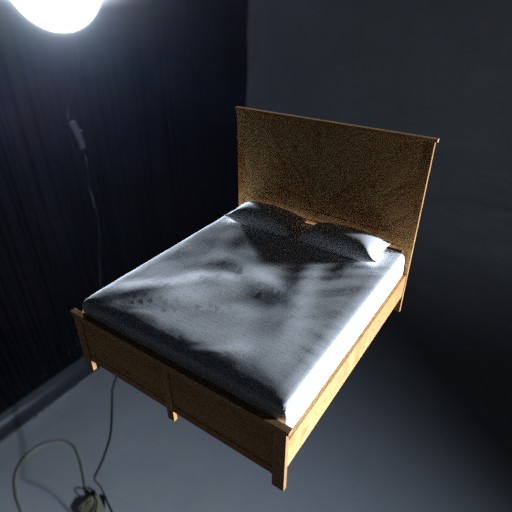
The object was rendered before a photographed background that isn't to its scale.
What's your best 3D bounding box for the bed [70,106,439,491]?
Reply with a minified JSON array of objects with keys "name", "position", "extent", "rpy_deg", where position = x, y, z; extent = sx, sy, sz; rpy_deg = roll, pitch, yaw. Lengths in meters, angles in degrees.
[{"name":"bed","position":[0.000,0.000,3.553],"extent":[1.936,1.686,2.201],"rpy_deg":[19,36,29]}]
